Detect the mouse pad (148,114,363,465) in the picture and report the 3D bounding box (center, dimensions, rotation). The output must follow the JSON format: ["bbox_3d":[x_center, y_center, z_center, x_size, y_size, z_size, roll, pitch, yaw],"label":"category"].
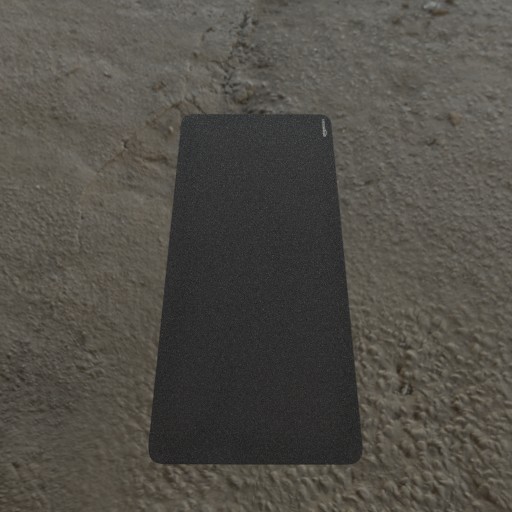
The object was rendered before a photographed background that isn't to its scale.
[{"bbox_3d":[0.000,0.000,1.064,0.424,0.003,0.907,0,63,0],"label":"mouse pad"}]
